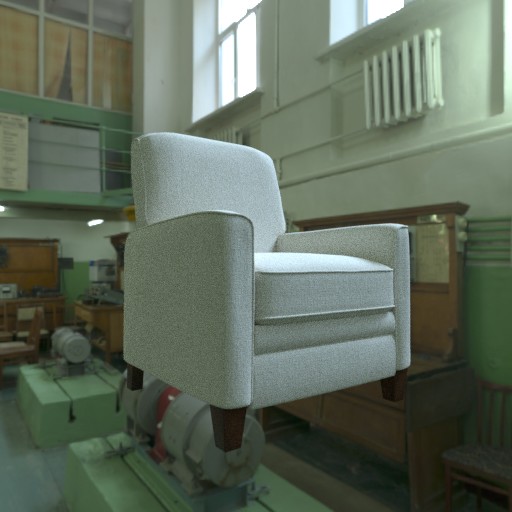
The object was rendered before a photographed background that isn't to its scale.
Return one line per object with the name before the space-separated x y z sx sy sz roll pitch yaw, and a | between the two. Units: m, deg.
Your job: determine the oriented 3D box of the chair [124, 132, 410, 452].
chair | 0.000 0.000 1.671 0.841 1.028 0.858 0 -1 -36
